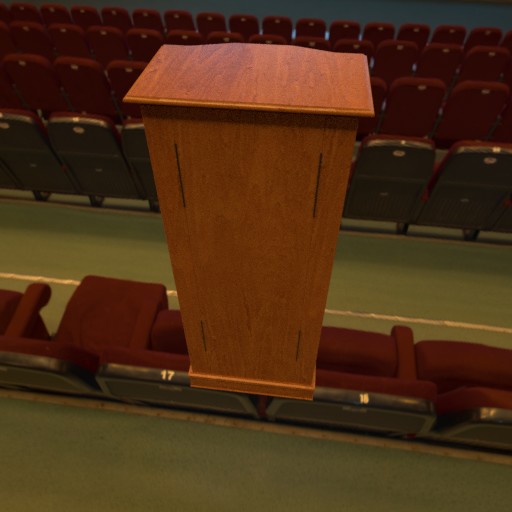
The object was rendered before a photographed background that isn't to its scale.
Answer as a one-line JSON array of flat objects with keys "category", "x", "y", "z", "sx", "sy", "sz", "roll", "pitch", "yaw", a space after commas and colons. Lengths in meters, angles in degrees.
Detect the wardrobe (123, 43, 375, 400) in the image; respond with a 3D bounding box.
[{"category": "wardrobe", "x": 0.000, "y": 0.000, "z": 1.139, "sx": 0.406, "sy": 0.959, "sz": 0.273, "roll": 5, "pitch": 45, "yaw": 5}]
